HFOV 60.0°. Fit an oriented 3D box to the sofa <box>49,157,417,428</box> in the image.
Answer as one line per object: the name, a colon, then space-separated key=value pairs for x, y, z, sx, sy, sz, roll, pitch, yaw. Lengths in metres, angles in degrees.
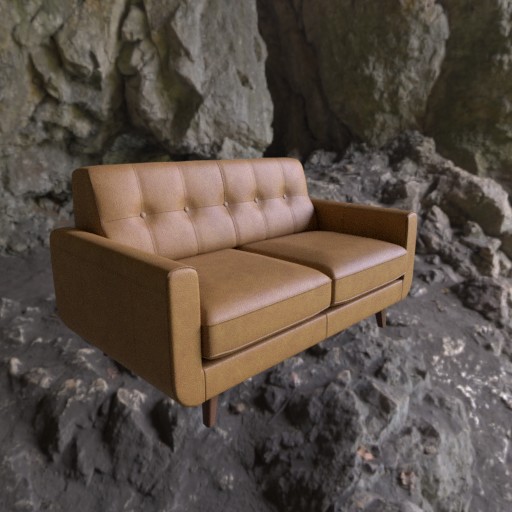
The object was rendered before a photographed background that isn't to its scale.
sofa: x=0.000 y=0.000 z=2.225 sx=0.952 sy=0.925 sz=1.651 roll=14 pitch=20 yaw=43
